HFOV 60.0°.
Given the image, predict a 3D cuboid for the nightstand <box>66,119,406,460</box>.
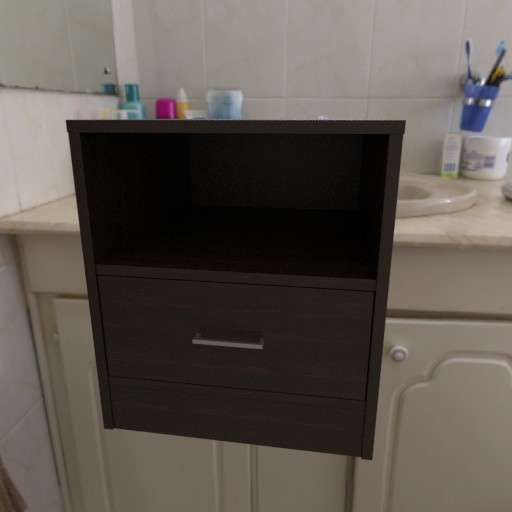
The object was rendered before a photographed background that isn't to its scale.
[{"bbox_3d":[0.000,0.000,0.780,0.400,0.460,0.461,3,18,9],"label":"nightstand"}]
